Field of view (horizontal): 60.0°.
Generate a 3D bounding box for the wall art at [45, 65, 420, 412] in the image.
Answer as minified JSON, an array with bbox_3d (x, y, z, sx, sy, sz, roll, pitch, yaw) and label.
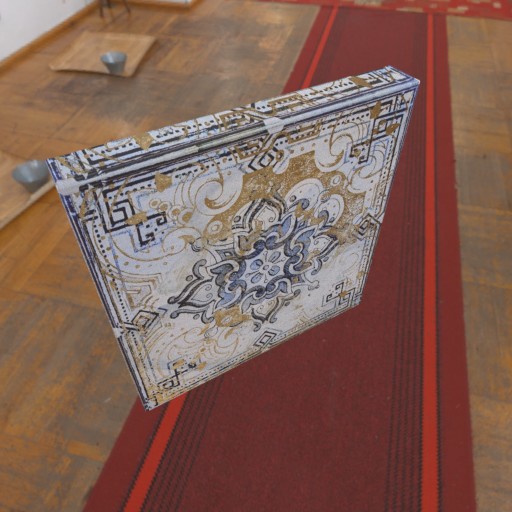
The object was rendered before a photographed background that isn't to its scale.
[{"bbox_3d":[0.000,0.000,0.445,0.302,0.306,0.038,-23,50,-21],"label":"wall art"}]
